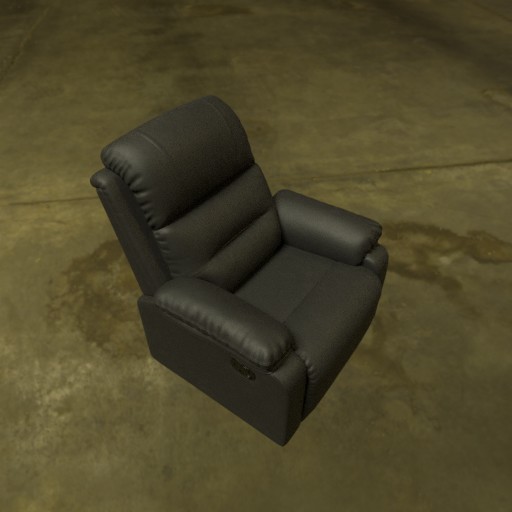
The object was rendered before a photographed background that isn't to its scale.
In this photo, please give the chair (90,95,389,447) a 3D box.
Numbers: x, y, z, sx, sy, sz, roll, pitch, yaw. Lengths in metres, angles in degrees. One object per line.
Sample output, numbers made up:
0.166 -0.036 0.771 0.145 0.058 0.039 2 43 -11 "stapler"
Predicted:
0.000 0.000 1.753 0.919 0.992 0.855 26 48 26 "chair"
